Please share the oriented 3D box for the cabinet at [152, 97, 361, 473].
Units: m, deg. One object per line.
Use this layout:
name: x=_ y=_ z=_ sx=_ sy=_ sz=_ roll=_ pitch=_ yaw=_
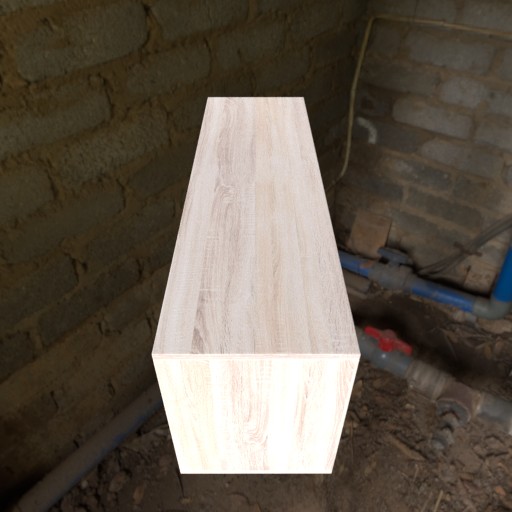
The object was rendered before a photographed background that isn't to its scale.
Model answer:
cabinet: x=0.000 y=0.000 z=1.939 sx=0.500 sy=0.780 sz=1.650 roll=0 pitch=40 yaw=0
